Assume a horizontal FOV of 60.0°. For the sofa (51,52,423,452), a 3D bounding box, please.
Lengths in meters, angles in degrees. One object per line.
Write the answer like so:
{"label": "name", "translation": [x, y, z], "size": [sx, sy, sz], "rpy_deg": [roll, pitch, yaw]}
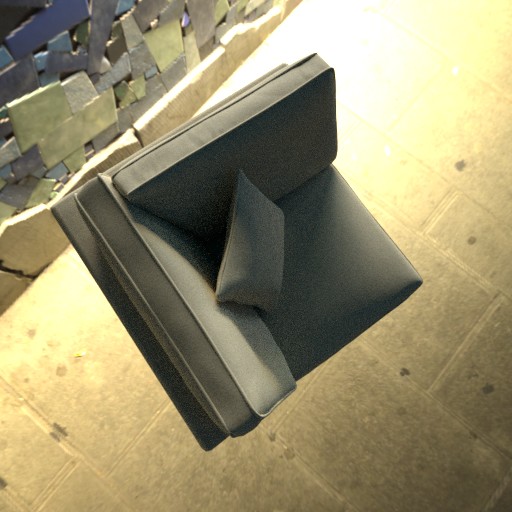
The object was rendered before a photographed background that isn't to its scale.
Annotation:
{"label": "sofa", "translation": [0.000, 0.000, 1.931], "size": [1.146, 1.002, 1.084], "rpy_deg": [-35, 78, -8]}
